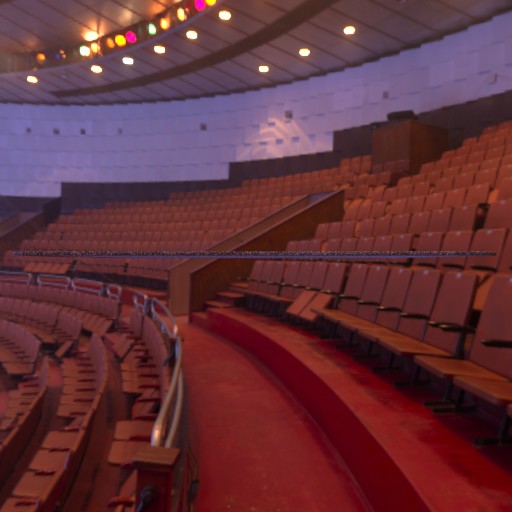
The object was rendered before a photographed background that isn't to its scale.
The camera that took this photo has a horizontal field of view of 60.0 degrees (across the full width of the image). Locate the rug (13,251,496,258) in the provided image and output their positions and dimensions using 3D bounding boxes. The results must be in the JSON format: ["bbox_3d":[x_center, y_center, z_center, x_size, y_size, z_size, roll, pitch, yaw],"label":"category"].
[{"bbox_3d":[0.000,0.000,3.936,3.000,0.025,2.401,0,-1,1],"label":"rug"}]
